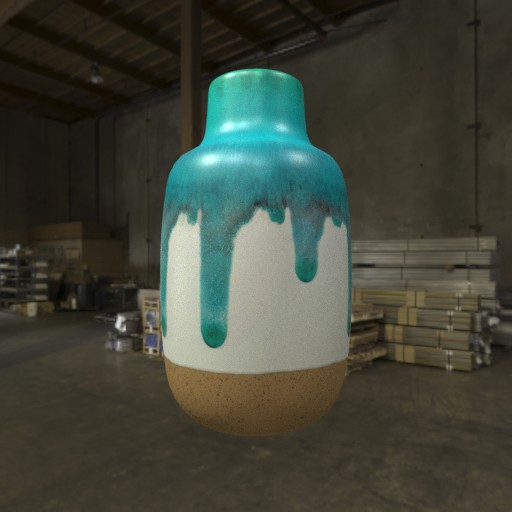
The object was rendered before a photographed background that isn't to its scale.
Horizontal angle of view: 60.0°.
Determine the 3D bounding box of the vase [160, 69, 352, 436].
[{"bbox_3d":[0.000,0.000,0.251,0.106,0.192,0.106,0,-1,0],"label":"vase"}]
